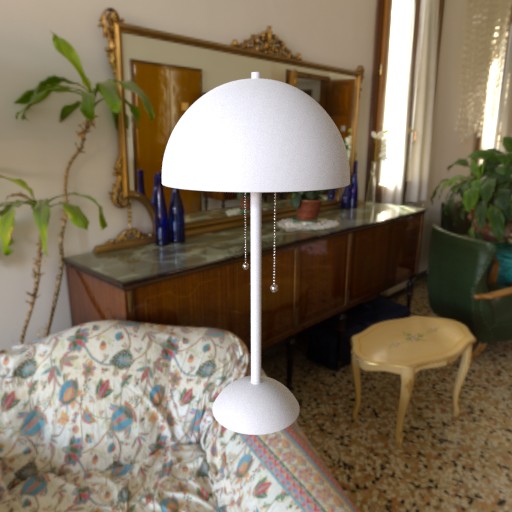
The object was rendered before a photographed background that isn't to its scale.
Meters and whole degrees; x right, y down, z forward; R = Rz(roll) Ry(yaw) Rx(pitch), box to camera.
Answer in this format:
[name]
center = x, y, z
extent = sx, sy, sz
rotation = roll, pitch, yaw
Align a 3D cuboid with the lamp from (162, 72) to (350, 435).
[lamp]
center = 0.000, 0.000, 0.428
extent = 0.171, 0.330, 0.171
rotation = 0, 14, 0
